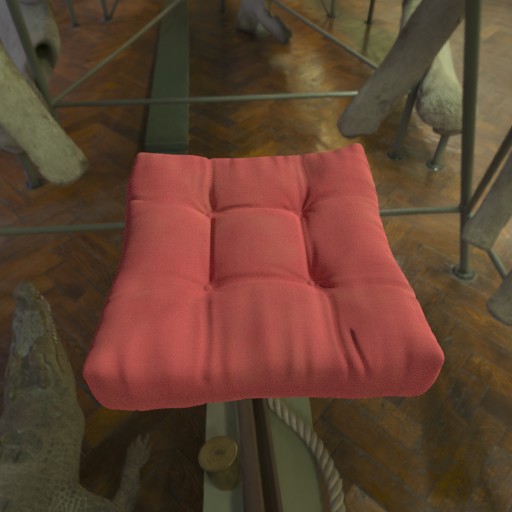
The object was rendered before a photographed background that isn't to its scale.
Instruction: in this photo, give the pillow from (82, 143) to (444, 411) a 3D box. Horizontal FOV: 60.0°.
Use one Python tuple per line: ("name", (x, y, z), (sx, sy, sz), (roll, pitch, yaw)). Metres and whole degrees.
("pillow", (0.000, 0.000, 0.732), (0.468, 0.128, 0.490), (-2, 47, -2))
